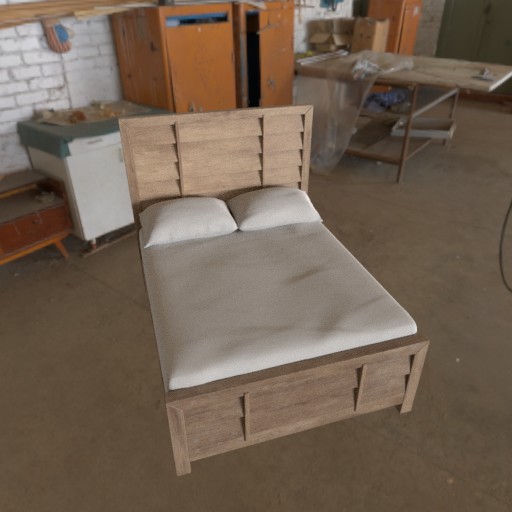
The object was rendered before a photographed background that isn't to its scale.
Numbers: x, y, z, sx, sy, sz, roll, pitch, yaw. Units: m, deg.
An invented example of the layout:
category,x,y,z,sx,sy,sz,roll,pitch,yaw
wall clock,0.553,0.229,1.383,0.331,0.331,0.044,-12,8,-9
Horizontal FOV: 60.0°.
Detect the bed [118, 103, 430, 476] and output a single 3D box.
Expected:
category,x,y,z,sx,sy,sz,roll,pitch,yaw
bed,0.000,0.000,3.239,1.615,1.631,2.017,-9,33,-15
